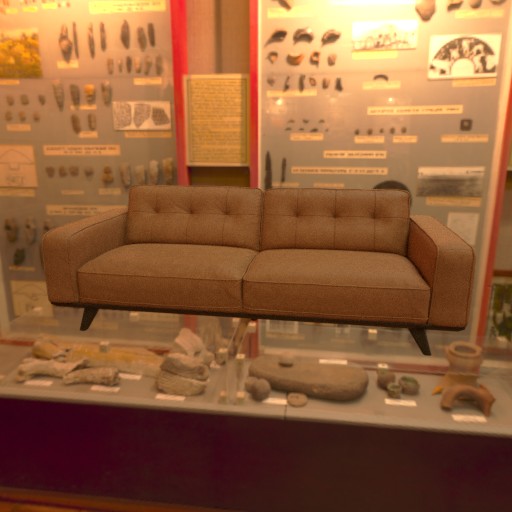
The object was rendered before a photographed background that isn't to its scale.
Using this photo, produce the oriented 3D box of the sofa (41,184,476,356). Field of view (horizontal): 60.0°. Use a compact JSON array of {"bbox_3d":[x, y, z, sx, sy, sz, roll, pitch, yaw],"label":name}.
[{"bbox_3d":[0.000,0.000,2.725,2.270,0.780,0.953,2,15,9],"label":"sofa"}]
